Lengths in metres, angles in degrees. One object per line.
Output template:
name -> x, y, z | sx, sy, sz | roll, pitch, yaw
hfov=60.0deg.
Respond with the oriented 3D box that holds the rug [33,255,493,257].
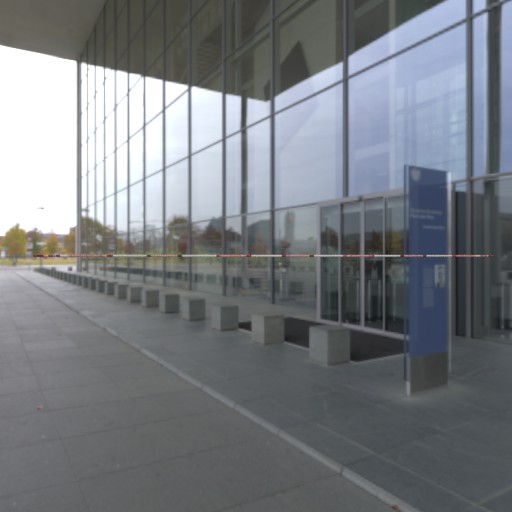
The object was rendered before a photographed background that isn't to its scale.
rug -> 0.000, 0.000, 2.967 | 2.431, 0.010, 1.535 | 0, 0, -16
